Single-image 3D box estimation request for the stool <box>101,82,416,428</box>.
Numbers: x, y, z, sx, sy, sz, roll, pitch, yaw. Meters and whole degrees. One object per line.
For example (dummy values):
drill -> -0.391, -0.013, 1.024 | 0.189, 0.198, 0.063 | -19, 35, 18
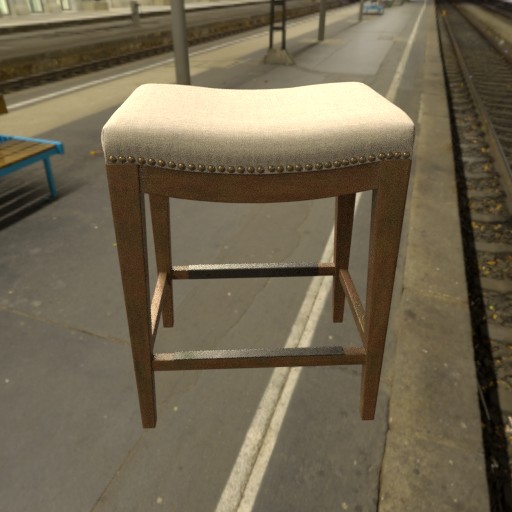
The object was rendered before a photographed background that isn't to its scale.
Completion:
stool -> 0.000, 0.000, 0.953 | 0.508, 0.660, 0.356 | -1, 32, -2
